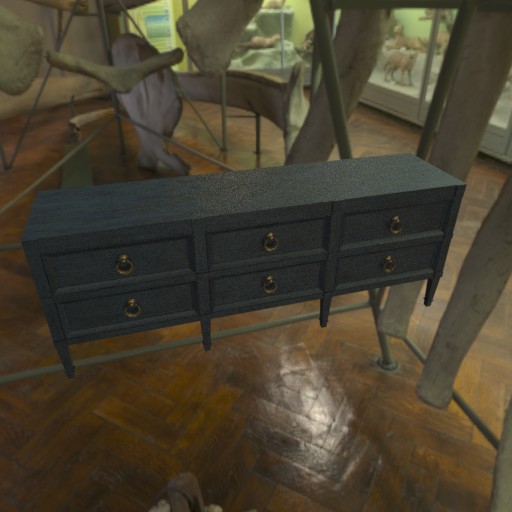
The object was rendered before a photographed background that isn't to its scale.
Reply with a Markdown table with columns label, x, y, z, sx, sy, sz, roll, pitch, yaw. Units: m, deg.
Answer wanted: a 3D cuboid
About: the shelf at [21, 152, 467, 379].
| label | x | y | z | sx | sy | sz | roll | pitch | yaw |
| --- | --- | --- | --- | --- | --- | --- | --- | --- | --- |
| shelf | 0.000 | 0.000 | 2.176 | 1.878 | 0.715 | 0.471 | -9 | 33 | -14 |
